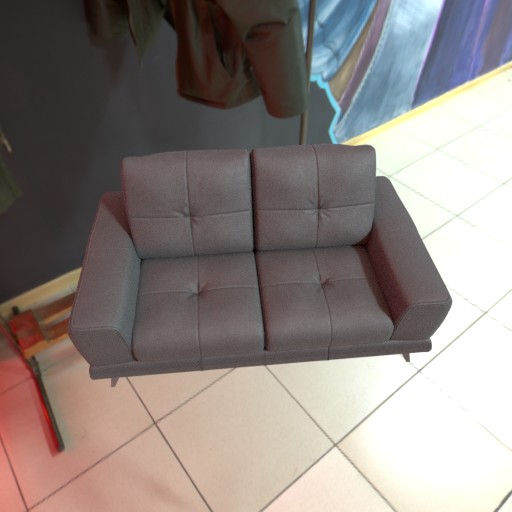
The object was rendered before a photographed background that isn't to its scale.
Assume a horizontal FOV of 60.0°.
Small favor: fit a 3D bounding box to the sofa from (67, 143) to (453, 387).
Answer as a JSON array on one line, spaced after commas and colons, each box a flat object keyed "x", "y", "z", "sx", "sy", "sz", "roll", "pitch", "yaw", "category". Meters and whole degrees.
[{"x": 0.000, "y": 0.000, "z": 2.401, "sx": 1.806, "sy": 0.907, "sz": 1.018, "roll": -4, "pitch": 46, "yaw": -4, "category": "sofa"}]
